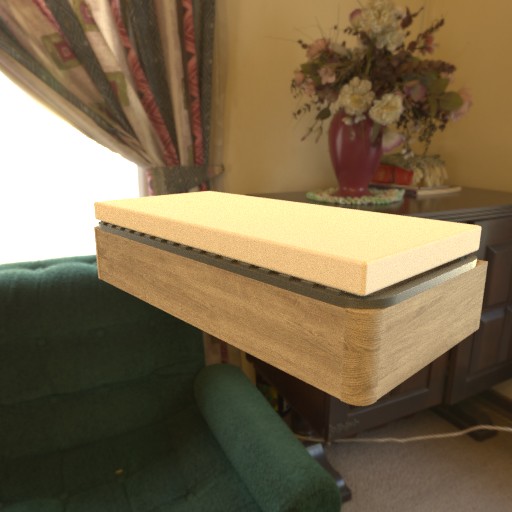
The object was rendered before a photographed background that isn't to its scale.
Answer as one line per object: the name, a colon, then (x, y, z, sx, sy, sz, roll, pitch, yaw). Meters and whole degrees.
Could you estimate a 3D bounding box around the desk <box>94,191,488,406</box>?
desk: (0.000, 0.000, 2.251, 0.900, 0.455, 1.900, -13, 19, -41)
